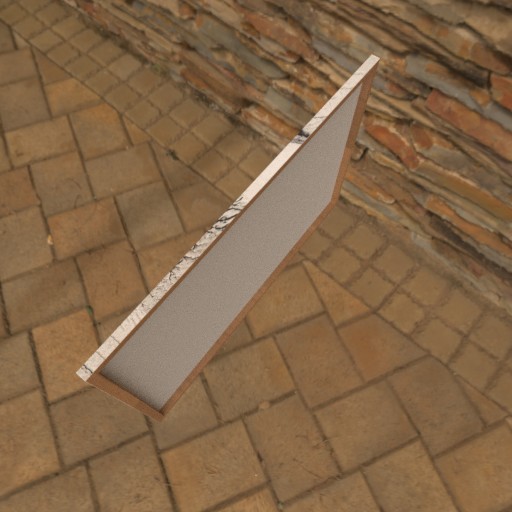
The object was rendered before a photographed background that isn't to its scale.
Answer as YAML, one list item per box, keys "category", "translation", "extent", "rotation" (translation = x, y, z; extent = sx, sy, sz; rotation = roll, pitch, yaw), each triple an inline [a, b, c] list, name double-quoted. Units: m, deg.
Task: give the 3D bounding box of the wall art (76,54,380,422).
- category: "wall art"
  translation: [0.000, 0.000, 1.132]
  extent: [0.023, 0.607, 0.914]
  rotation: [34, 69, 16]
